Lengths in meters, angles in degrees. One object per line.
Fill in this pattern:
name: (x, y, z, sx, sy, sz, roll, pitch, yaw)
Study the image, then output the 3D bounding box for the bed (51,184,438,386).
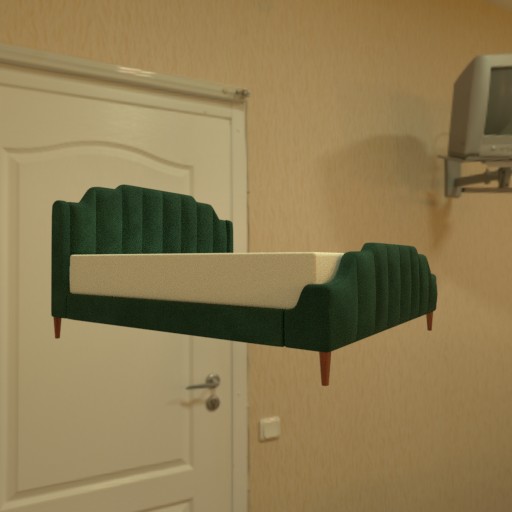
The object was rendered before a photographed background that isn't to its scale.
bed: (0.000, 0.000, 3.531, 2.340, 1.245, 2.074, 0, -1, 35)
